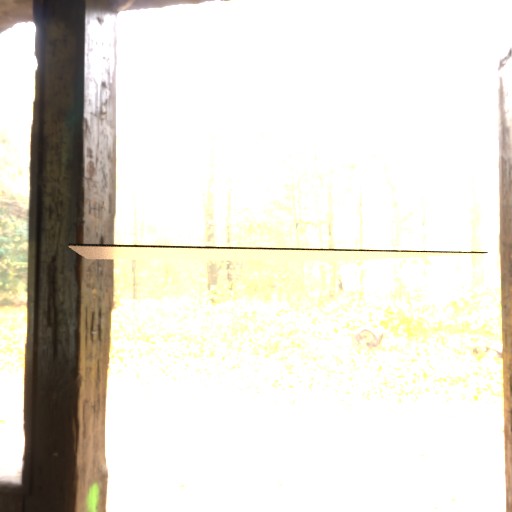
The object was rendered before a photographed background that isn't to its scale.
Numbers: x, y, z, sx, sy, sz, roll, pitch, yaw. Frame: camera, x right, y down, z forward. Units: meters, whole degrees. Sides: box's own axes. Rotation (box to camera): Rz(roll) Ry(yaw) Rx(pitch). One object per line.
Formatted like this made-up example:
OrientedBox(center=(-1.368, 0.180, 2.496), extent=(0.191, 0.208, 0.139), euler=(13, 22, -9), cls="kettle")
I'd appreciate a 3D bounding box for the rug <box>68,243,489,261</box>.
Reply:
OrientedBox(center=(0.000, 0.000, 3.960), extent=(2.932, 0.015, 2.315), euler=(1, -2, -18), cls="rug")
